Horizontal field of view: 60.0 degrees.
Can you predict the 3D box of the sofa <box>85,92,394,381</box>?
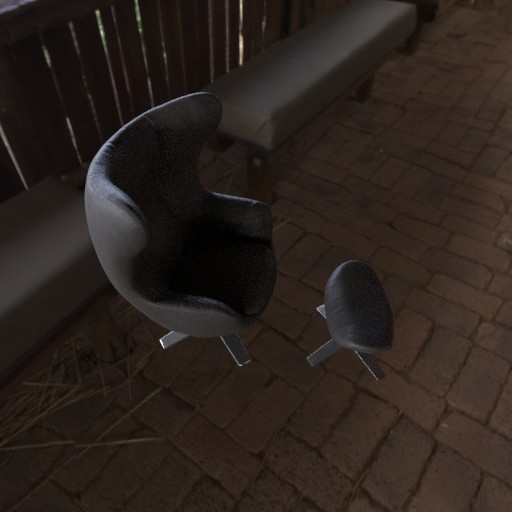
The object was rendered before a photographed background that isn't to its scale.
[{"bbox_3d":[0.000,0.000,2.079,1.444,1.135,0.894,10,47,10],"label":"sofa"}]
